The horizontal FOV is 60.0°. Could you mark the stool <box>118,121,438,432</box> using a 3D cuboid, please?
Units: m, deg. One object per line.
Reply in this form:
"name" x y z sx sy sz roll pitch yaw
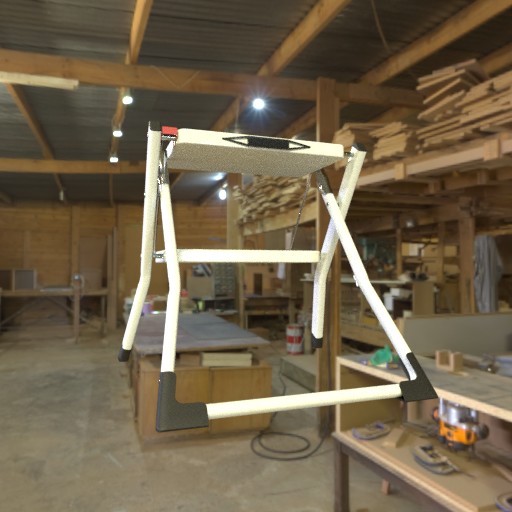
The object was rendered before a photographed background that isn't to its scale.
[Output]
"stool" 0.000 0.000 0.844 0.485 0.445 0.490 0 -1 -19
